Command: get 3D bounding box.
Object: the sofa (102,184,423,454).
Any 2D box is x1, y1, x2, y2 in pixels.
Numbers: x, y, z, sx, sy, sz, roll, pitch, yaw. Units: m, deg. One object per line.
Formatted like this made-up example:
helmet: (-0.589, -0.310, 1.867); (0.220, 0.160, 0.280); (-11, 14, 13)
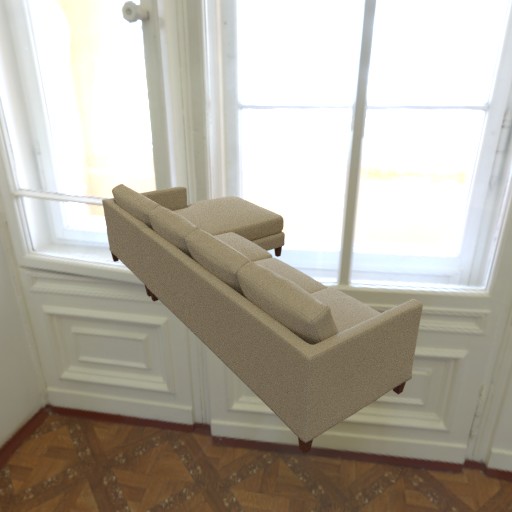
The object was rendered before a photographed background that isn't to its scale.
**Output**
sofa: (0.000, 0.000, 3.871); (1.625, 0.861, 3.186); (-17, 30, -32)
